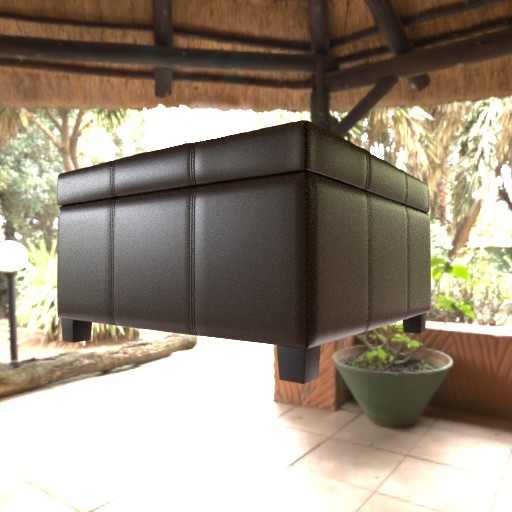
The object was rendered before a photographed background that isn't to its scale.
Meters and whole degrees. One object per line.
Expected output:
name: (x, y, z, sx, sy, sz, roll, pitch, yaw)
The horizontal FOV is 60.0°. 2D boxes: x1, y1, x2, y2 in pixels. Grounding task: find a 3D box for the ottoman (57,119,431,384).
ottoman: (0.000, 0.000, 1.276, 0.787, 0.460, 0.788, -1, -2, 36)
